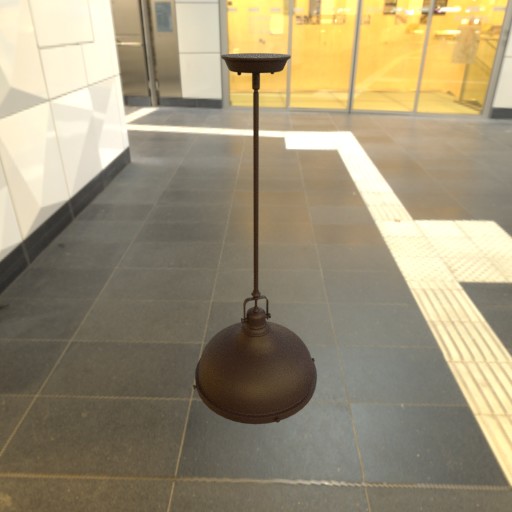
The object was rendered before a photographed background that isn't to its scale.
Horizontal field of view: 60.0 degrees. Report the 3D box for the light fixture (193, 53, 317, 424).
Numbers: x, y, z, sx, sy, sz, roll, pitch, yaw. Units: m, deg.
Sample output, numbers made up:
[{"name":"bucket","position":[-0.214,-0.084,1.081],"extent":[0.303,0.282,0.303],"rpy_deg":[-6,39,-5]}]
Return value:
[{"name":"light fixture","position":[0.000,0.000,1.027],"extent":[0.341,0.849,0.341],"rpy_deg":[-9,29,-16]}]
